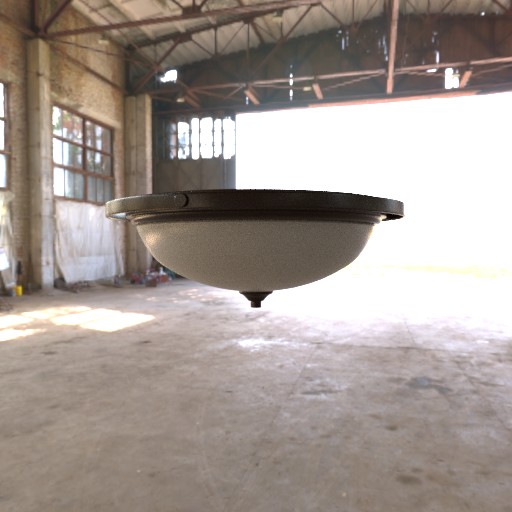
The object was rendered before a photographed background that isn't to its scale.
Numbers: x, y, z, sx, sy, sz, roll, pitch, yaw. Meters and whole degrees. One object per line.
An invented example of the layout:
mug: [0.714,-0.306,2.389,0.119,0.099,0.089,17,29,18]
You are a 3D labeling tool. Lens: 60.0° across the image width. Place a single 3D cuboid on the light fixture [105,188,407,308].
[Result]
light fixture: [0.000,0.000,0.562,0.361,0.130,0.361,0,1,0]
